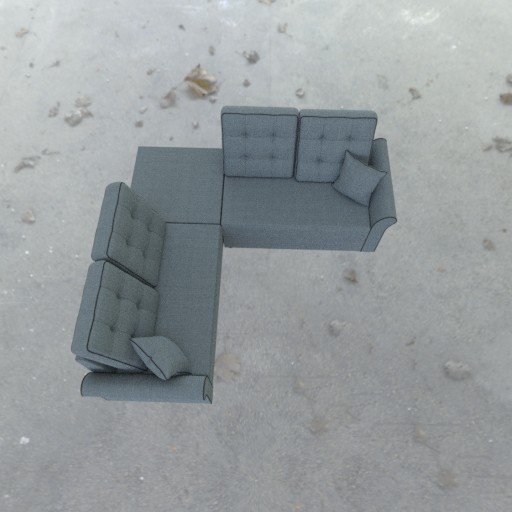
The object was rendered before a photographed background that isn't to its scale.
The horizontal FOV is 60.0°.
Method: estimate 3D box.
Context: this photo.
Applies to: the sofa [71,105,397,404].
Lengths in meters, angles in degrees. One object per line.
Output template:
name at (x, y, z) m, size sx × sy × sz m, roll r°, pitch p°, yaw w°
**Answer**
sofa at (0.000, 0.000, 3.233) m, size 2.070 × 0.988 × 2.068 m, roll 2°, pitch 63°, yaw 1°
